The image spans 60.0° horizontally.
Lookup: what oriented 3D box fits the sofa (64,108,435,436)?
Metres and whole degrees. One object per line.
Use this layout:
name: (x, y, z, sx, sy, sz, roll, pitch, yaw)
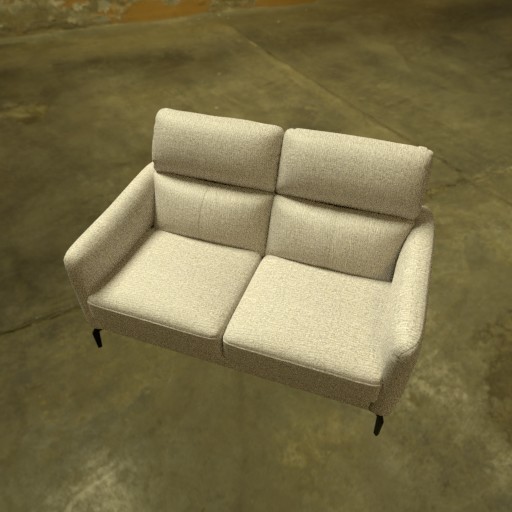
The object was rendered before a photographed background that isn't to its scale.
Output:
sofa: (0.000, 0.000, 2.077, 1.540, 0.950, 0.905, 13, 42, 15)
